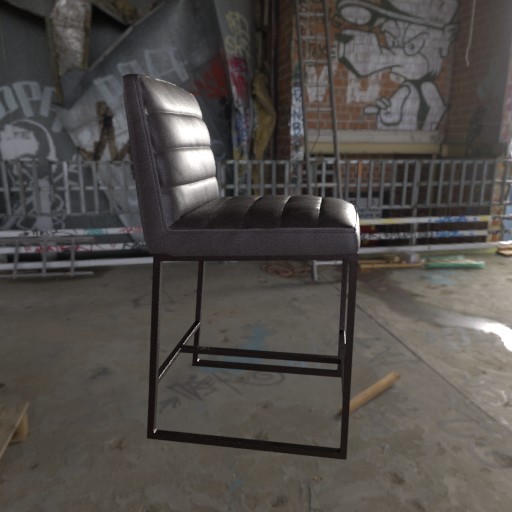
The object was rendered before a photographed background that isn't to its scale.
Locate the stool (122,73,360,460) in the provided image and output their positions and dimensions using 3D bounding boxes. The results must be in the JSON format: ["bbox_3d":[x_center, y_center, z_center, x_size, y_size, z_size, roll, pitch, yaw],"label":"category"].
[{"bbox_3d":[0.000,0.000,1.269,0.562,0.946,0.463,2,14,9],"label":"stool"}]
